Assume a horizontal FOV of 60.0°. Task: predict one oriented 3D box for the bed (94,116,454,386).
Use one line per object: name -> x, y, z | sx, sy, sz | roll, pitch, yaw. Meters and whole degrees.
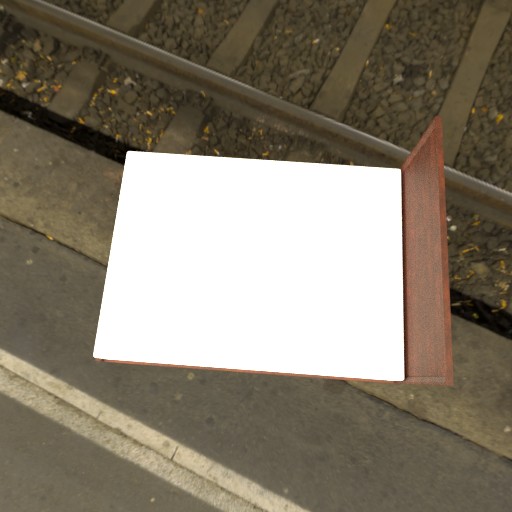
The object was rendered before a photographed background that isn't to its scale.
bed -> 0.000, 0.000, 3.157 | 2.184, 1.270, 1.600 | 4, 75, 1
